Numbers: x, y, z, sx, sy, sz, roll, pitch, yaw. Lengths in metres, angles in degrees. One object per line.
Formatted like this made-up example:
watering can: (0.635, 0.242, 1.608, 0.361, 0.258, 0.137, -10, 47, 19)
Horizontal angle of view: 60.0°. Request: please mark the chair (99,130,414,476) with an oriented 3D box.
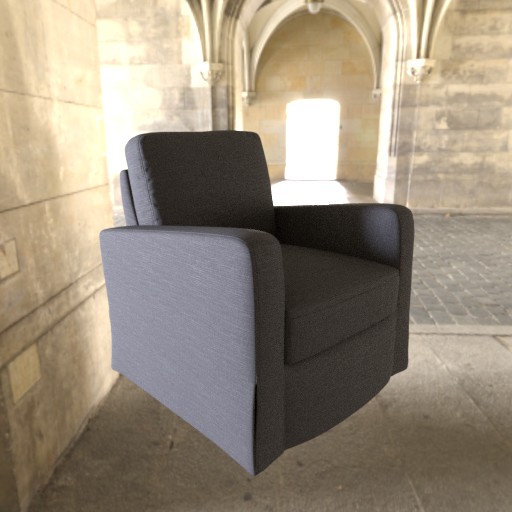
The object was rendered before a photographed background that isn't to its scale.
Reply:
chair: (0.000, 0.000, 1.541, 0.798, 0.855, 0.863, -14, 20, -42)
